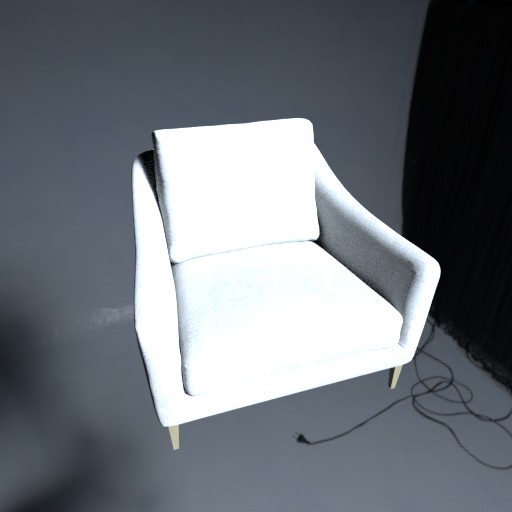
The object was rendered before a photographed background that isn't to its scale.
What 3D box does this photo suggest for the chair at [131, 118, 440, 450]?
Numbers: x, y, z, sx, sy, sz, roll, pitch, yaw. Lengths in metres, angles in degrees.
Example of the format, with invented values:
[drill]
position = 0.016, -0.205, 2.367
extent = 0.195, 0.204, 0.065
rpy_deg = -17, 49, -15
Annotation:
[chair]
position = 0.000, 0.000, 1.757
extent = 0.986, 0.902, 0.961
rpy_deg = -10, 33, -15
